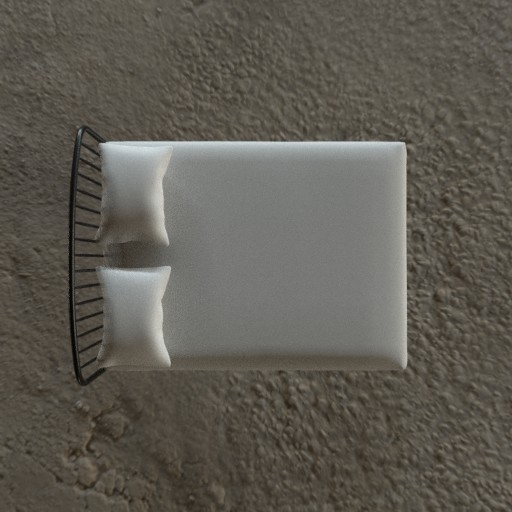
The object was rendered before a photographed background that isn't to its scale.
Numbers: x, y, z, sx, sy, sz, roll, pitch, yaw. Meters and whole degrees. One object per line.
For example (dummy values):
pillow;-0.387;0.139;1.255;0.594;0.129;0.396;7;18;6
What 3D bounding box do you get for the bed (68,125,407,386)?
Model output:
bed;0.000;0.000;3.104;2.159;1.166;1.618;0;89;0
